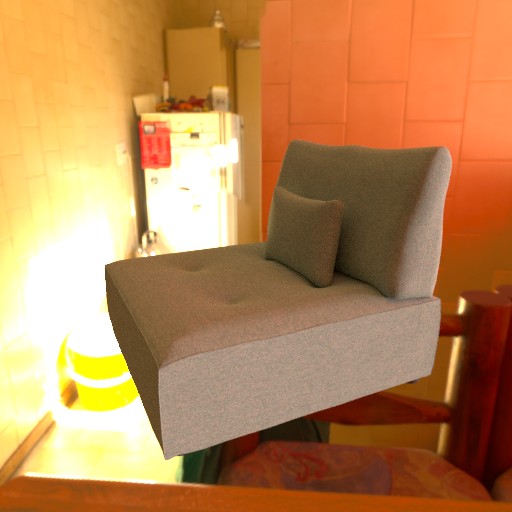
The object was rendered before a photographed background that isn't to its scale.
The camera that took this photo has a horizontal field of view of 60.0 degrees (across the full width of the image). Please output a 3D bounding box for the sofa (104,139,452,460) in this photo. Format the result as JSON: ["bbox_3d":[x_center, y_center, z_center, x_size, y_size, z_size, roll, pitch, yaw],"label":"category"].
[{"bbox_3d":[0.000,0.000,1.674,1.000,0.820,0.930,-8,18,-25],"label":"sofa"}]
